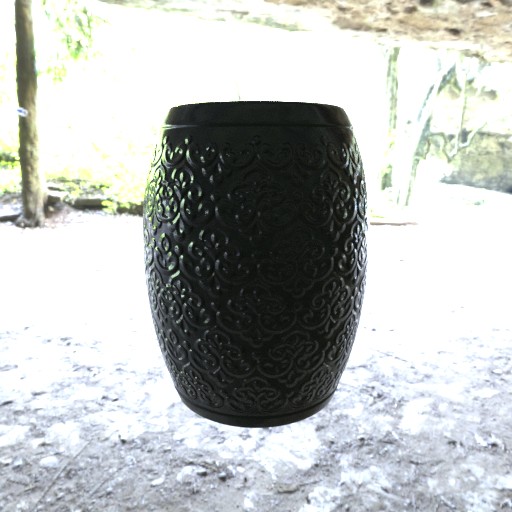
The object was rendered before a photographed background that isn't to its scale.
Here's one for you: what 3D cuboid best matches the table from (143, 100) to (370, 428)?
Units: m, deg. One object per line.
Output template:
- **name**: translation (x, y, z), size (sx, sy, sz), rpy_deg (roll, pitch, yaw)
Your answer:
- **table**: translation (0.000, 0.000, 0.627), size (0.309, 0.397, 0.309), rpy_deg (0, 14, 0)
